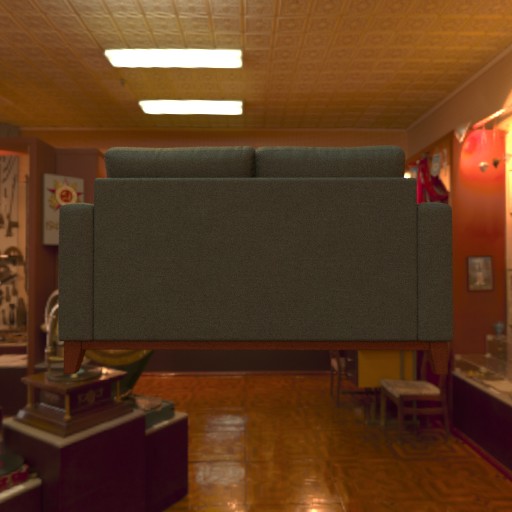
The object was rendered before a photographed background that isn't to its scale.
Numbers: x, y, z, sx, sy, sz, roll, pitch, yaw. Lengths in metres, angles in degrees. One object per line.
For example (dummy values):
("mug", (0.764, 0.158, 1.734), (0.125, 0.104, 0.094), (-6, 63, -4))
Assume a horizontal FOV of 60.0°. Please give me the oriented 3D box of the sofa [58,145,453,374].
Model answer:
("sofa", (0.000, 0.000, 2.130), (1.489, 0.903, 0.955), (0, -1, 0))
